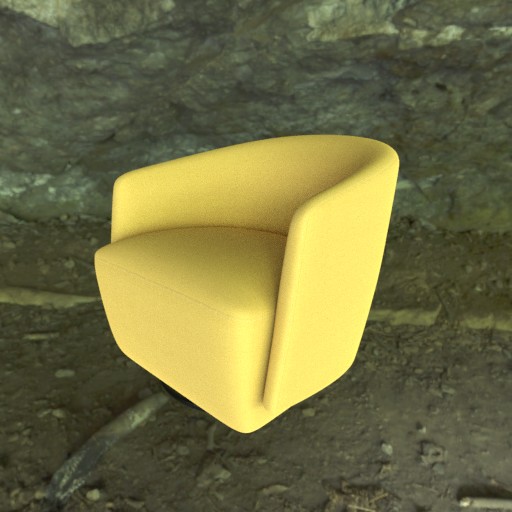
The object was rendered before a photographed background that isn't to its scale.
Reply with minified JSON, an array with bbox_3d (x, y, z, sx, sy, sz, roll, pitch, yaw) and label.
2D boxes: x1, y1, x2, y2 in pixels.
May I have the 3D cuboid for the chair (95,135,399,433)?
[{"bbox_3d":[0.000,0.000,1.339,0.767,0.698,0.773,-16,22,-43],"label":"chair"}]
